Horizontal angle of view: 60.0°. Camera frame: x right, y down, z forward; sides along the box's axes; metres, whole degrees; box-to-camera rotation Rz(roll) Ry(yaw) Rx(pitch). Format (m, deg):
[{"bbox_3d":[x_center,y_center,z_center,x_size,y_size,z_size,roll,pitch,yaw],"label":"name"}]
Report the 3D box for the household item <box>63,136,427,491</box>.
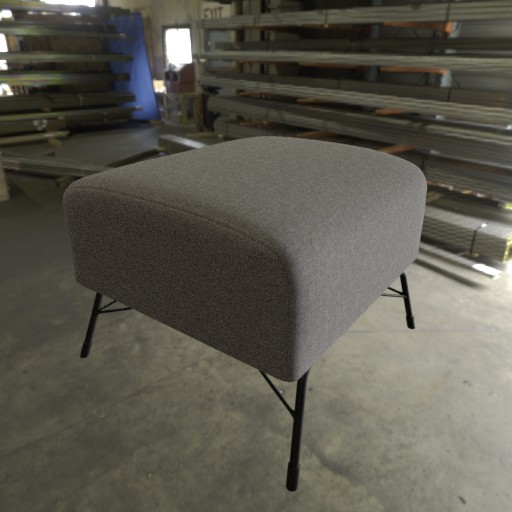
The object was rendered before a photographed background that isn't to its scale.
[{"bbox_3d":[0.000,0.000,0.887,0.530,0.410,0.530,17,30,33],"label":"household item"}]
